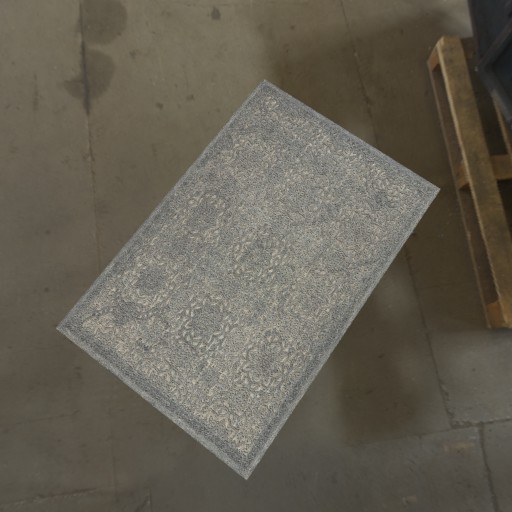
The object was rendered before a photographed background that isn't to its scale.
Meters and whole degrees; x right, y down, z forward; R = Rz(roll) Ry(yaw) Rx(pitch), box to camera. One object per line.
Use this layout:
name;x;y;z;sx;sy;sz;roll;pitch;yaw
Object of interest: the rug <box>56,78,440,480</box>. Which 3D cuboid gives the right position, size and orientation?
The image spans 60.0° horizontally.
rug;0.000;0.000;2.364;1.208;0.012;1.819;35;78;9
